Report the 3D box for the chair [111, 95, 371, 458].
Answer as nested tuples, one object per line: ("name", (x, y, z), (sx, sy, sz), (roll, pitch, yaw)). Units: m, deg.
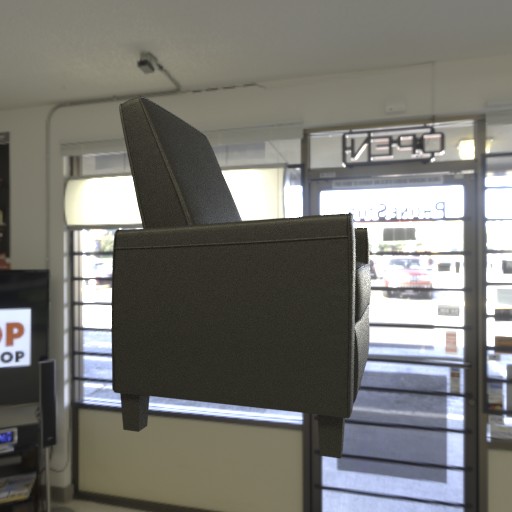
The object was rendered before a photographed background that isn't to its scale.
("chair", (0.000, 0.000, 1.512), (0.746, 1.013, 0.705), (0, 0, 18))
